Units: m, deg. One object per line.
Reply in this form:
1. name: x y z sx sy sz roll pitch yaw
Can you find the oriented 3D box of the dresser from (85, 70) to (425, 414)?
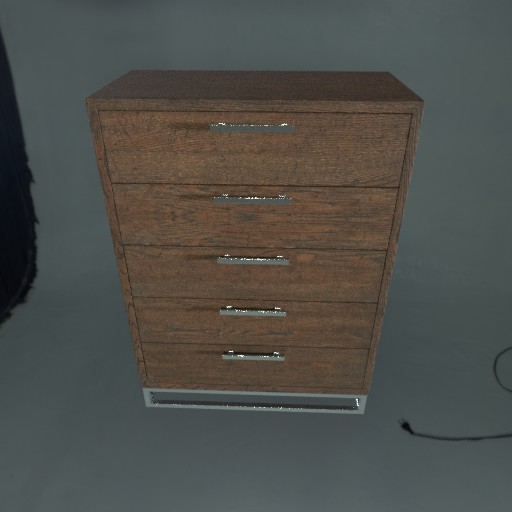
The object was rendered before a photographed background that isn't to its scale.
1. dresser: 0.000 0.000 1.794 0.965 1.321 0.508 1 32 2
